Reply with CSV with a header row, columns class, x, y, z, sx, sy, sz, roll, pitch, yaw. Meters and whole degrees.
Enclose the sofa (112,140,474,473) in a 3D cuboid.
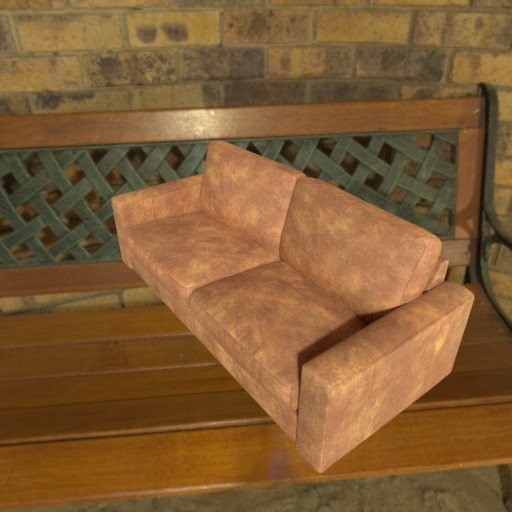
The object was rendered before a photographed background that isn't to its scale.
class,x,y,z,sx,sy,sz,roll,pitch,yaw
sofa,0.000,0.000,2.673,1.016,0.873,2.179,-21,37,-31
